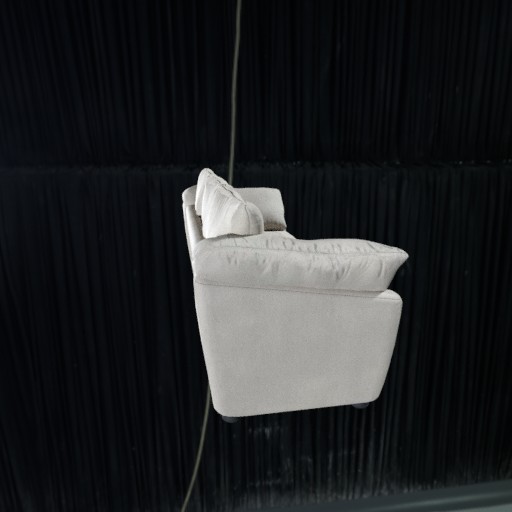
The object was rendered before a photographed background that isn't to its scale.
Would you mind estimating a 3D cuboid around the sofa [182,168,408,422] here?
[{"bbox_3d":[0.000,0.000,2.854,0.878,0.996,2.334,-3,15,-10],"label":"sofa"}]
